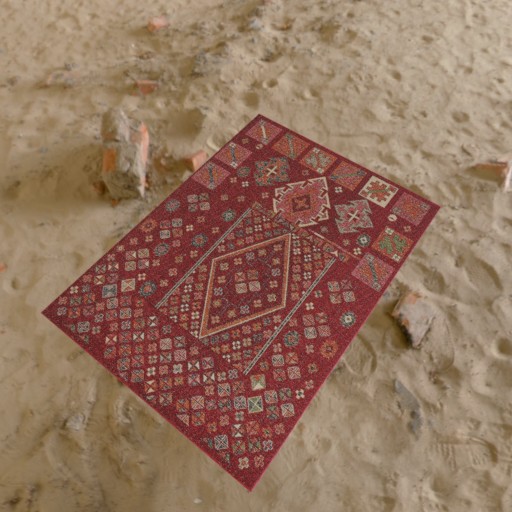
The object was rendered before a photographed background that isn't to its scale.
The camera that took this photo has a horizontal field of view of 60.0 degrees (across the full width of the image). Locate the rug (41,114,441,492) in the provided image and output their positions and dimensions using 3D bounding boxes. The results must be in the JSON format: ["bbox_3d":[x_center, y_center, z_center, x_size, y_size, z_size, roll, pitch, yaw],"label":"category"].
[{"bbox_3d":[0.000,0.000,4.322,2.389,0.011,3.306,33,64,18],"label":"rug"}]
